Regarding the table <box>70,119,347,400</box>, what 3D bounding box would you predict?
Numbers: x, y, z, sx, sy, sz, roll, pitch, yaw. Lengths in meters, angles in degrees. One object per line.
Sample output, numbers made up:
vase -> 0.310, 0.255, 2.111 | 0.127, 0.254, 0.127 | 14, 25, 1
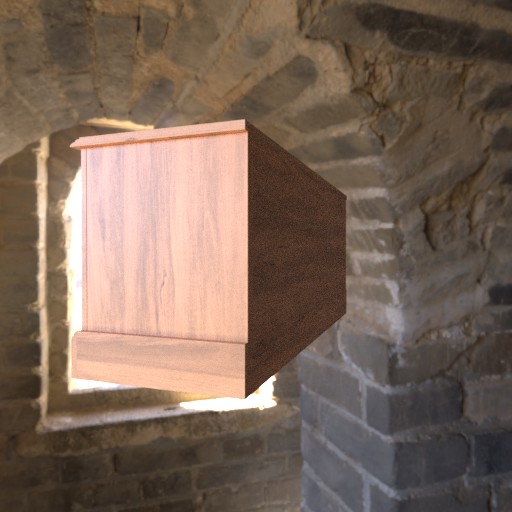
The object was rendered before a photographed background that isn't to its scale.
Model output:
table -> 0.000, 0.000, 1.436 | 0.400, 0.510, 1.200 | 0, 1, 20
